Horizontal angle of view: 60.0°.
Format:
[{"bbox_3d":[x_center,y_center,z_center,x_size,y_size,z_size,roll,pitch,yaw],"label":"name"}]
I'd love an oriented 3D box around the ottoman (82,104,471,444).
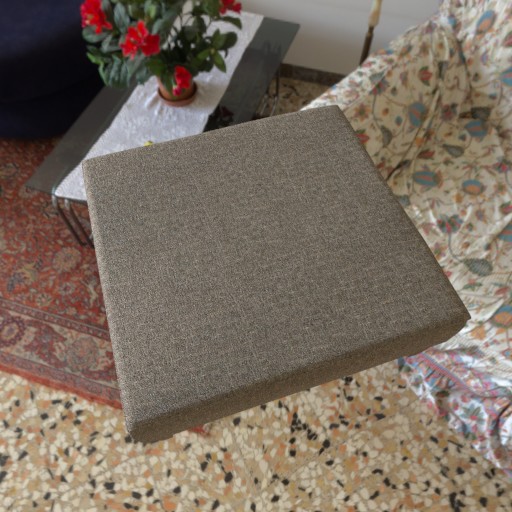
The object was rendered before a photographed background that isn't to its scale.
[{"bbox_3d":[0.000,0.000,1.550,1.016,0.379,0.981,-16,60,-9],"label":"ottoman"}]
